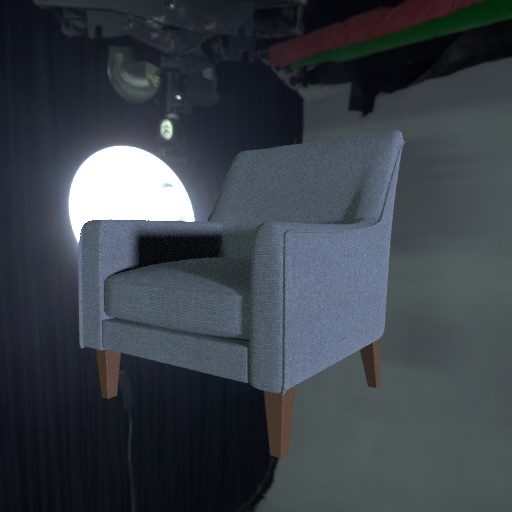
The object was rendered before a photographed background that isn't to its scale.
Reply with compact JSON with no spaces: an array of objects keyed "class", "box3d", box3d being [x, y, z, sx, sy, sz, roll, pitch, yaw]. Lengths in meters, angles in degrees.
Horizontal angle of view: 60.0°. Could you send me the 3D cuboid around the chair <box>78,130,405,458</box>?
[{"class":"chair","box3d":[0.000,0.000,1.560,0.780,0.919,0.899,2,4,35]}]
